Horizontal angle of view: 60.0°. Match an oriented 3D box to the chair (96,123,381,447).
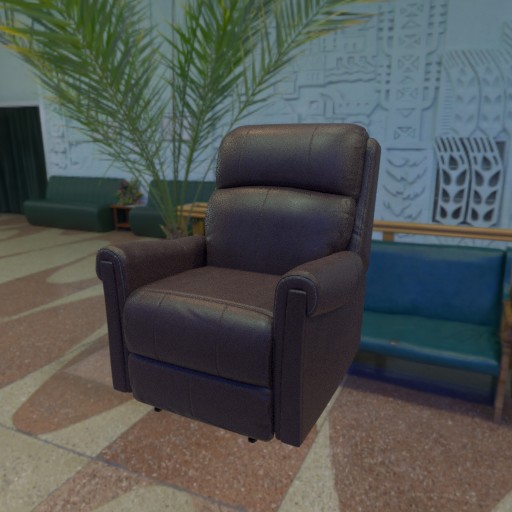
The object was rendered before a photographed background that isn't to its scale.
[{"bbox_3d":[0.000,0.000,1.795,0.838,1.054,1.014,7,16,26],"label":"chair"}]
